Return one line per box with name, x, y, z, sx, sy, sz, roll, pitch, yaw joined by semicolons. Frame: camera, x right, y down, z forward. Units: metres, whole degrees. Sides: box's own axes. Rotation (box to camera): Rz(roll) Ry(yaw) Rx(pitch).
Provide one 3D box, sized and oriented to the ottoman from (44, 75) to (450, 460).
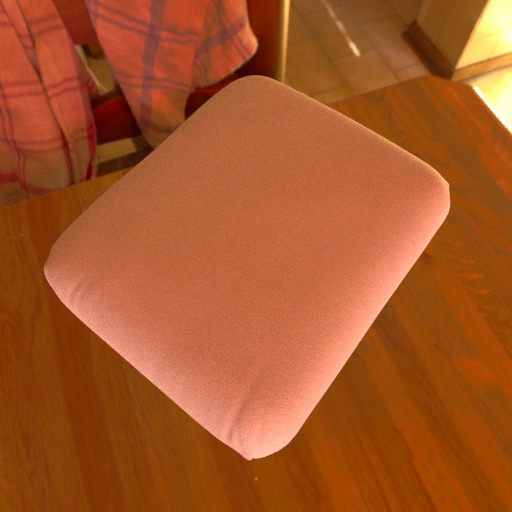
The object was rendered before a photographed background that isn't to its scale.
ottoman;0.000;0.000;1.075;0.622;0.450;0.746;35;68;16
